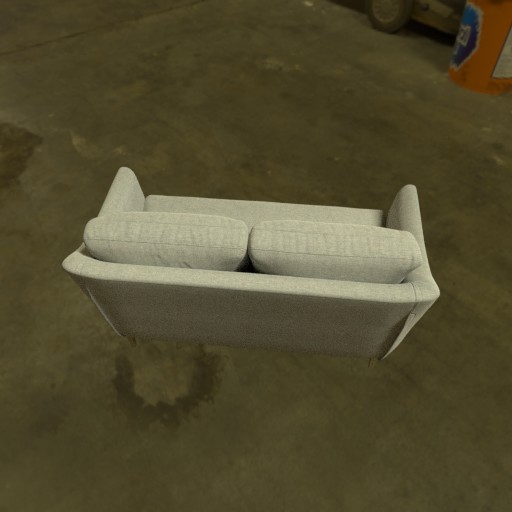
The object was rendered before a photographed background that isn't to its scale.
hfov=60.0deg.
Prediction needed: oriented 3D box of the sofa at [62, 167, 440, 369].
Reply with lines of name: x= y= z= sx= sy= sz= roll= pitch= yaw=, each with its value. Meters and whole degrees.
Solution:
sofa: x=0.000 y=0.000 z=2.213 sx=1.619 sy=0.904 sz=0.960 roll=4 pitch=47 yaw=4
